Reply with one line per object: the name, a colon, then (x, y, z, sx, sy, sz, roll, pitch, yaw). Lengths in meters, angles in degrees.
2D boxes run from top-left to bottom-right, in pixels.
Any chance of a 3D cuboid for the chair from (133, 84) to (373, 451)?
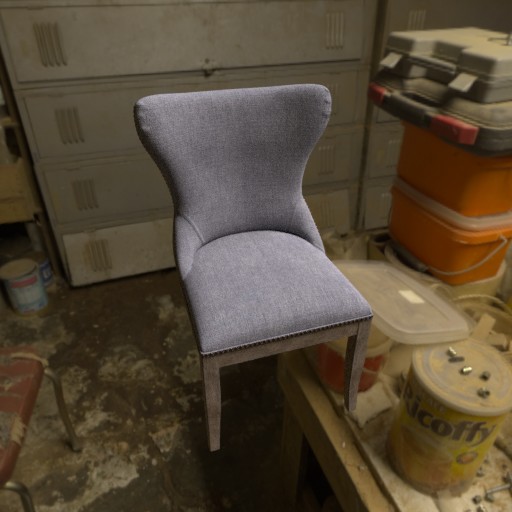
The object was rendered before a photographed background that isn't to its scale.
chair: (0.000, 0.000, 1.513, 0.654, 1.002, 0.681, -10, 34, -15)
